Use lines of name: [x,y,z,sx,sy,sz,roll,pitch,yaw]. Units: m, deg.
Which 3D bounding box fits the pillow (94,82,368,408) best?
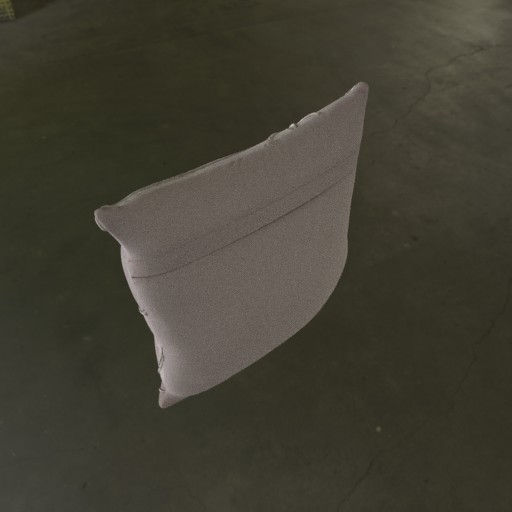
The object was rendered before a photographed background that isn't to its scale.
pillow: [0.000,0.000,0.699,0.439,0.440,0.185,-32,54,-27]
